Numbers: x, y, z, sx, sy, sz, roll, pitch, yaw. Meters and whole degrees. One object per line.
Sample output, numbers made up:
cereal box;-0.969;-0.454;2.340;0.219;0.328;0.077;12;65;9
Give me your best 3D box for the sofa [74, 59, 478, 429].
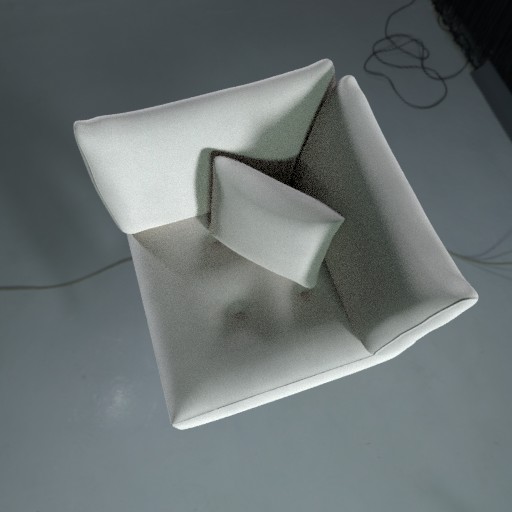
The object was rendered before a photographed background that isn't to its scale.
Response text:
sofa;0.000;0.000;1.699;1.000;0.820;1.000;-17;67;-7
